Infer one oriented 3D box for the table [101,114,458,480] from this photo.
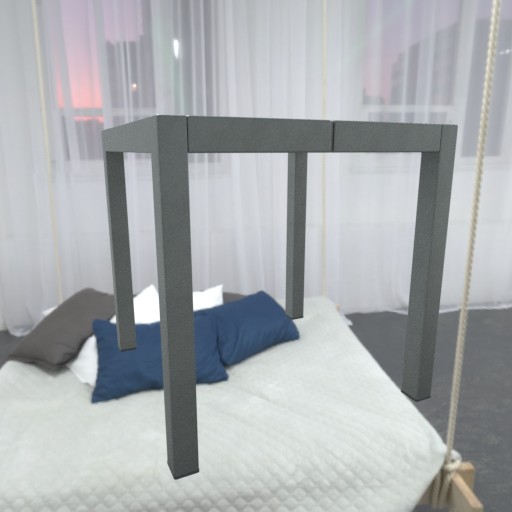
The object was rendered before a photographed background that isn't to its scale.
[{"bbox_3d":[0.000,0.000,0.913,0.508,0.508,0.508,-6,15,-25],"label":"table"}]
